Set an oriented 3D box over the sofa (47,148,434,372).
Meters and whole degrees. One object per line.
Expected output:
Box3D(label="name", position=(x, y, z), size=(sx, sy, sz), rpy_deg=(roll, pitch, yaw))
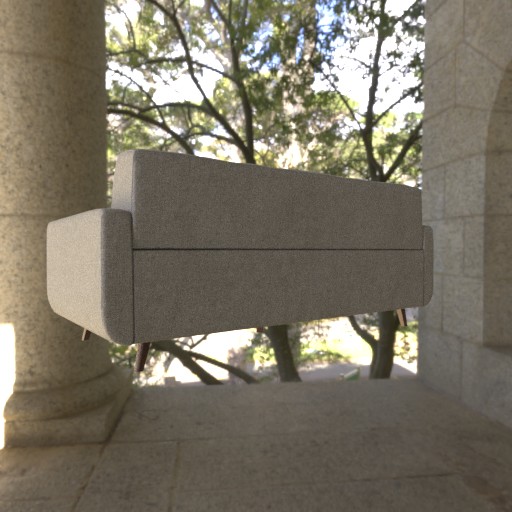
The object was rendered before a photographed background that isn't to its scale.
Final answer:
Box3D(label="sofa", position=(0.000, 0.000, 2.543), size=(2.055, 0.873, 0.968), rpy_deg=(-1, 1, -36))
